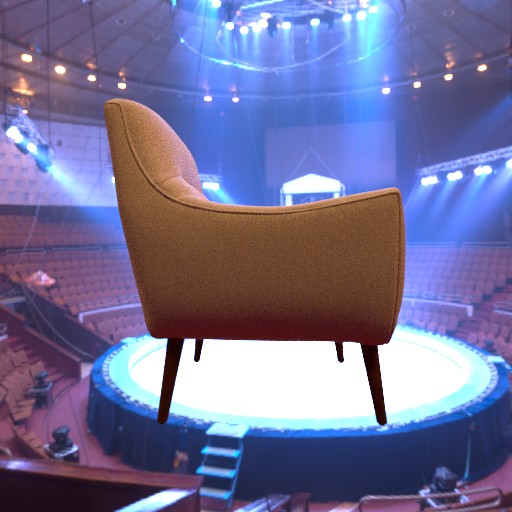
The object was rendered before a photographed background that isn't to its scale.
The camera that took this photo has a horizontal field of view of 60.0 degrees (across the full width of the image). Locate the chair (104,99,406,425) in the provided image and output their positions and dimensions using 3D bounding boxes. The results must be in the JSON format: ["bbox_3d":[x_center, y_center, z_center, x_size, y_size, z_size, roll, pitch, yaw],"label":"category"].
[{"bbox_3d":[0.000,0.000,1.412,0.787,0.838,0.762,0,1,1],"label":"chair"}]
